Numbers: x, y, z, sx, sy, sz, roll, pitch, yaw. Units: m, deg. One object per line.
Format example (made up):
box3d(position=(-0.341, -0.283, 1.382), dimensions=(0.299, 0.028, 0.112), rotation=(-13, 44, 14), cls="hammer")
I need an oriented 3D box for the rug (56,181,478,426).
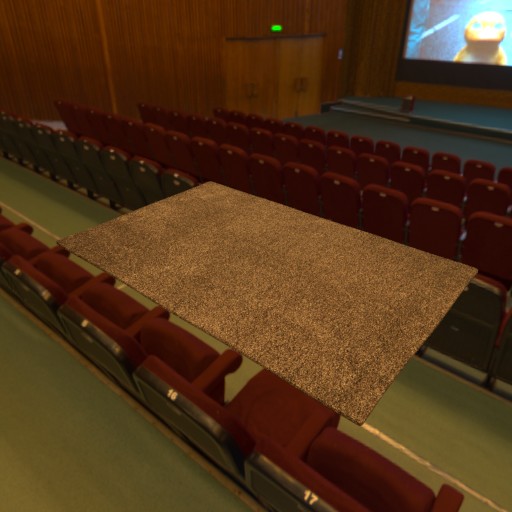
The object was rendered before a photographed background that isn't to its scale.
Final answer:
box3d(position=(0.000, 0.000, 2.901), dimensions=(2.352, 0.025, 1.501), rotation=(23, 37, 34), cls="rug")
